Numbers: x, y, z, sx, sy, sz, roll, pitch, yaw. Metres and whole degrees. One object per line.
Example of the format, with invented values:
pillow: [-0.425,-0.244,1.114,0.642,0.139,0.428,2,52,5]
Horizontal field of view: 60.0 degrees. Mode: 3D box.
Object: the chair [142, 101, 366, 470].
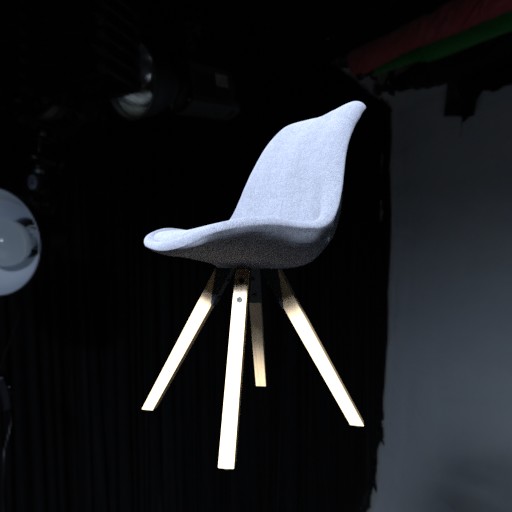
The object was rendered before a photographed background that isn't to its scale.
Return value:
chair: [0.000,0.000,1.184,0.550,0.850,0.485,0,0,-35]
